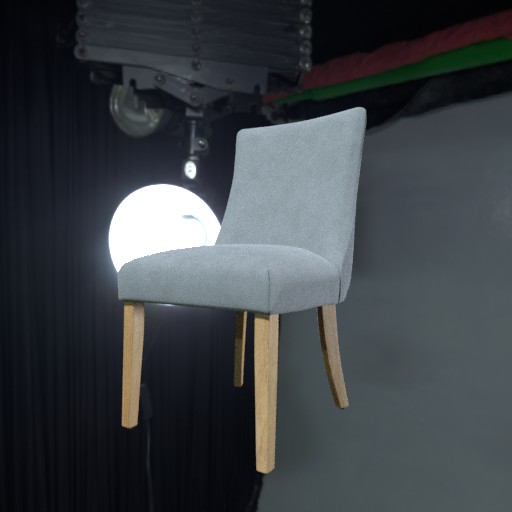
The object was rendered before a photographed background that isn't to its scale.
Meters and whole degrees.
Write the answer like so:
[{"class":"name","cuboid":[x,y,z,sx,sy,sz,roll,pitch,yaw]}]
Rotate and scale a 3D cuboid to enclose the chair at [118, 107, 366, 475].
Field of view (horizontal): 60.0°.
[{"class":"chair","cuboid":[0.000,0.000,1.268,0.495,0.902,0.610,0,0,34]}]
